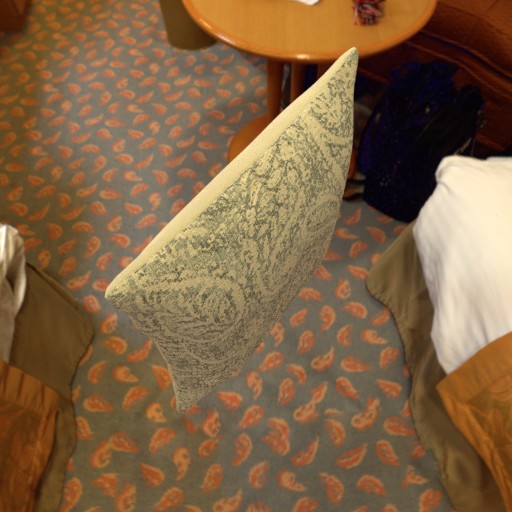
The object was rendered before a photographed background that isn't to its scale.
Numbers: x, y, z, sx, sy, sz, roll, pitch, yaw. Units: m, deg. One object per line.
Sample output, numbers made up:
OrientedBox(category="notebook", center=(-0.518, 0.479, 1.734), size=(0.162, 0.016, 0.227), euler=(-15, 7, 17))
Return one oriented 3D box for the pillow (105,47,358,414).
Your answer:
OrientedBox(category="pillow", center=(0.000, 0.000, 0.774), size=(0.166, 0.510, 0.523), euler=(32, 64, 18))
